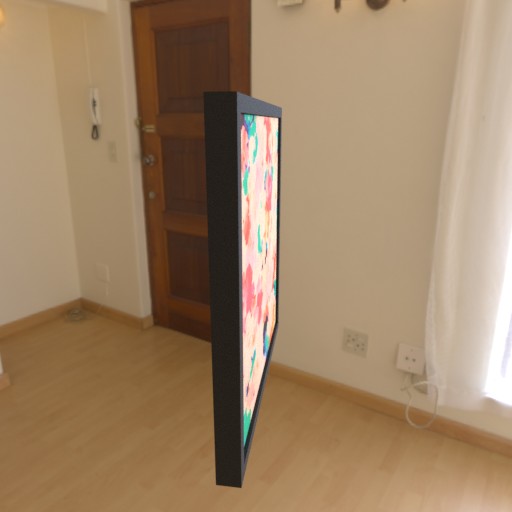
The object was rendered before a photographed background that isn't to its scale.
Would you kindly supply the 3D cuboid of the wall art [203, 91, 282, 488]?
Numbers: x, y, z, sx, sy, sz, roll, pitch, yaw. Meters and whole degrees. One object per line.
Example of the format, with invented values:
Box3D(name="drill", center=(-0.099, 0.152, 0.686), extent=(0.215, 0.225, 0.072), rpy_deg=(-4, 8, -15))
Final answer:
Box3D(name="wall art", center=(0.000, 0.000, 0.769), extent=(0.036, 0.503, 0.506), rpy_deg=(2, 17, 8))
